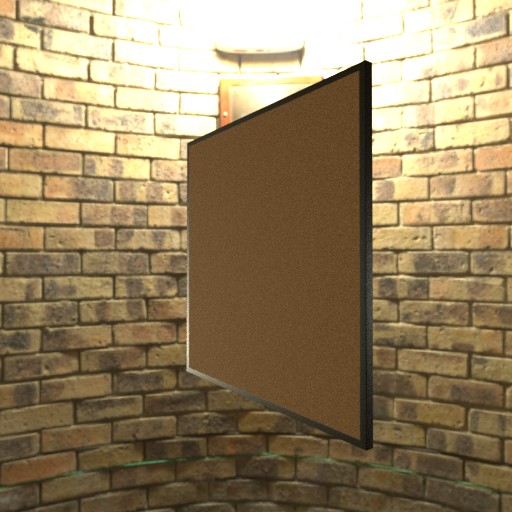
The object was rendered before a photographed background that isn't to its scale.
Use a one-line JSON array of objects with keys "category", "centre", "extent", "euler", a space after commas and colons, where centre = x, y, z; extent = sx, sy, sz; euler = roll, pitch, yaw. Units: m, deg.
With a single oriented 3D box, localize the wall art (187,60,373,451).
[{"category": "wall art", "centre": [0.000, 0.000, 0.707], "extent": [0.012, 0.458, 0.457], "euler": [0, -1, -36]}]
